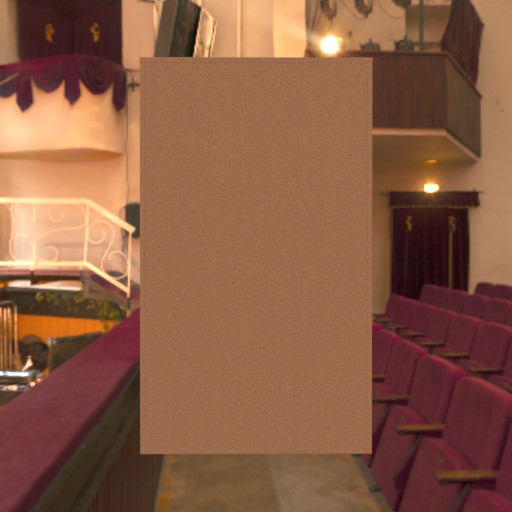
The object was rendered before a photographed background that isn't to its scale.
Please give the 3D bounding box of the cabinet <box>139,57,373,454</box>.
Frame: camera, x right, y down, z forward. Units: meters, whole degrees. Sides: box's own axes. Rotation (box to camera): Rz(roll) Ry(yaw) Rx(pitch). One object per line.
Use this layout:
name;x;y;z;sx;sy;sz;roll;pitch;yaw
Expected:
cabinet;0.000;0.000;1.555;0.750;1.280;0.250;0;0;0
